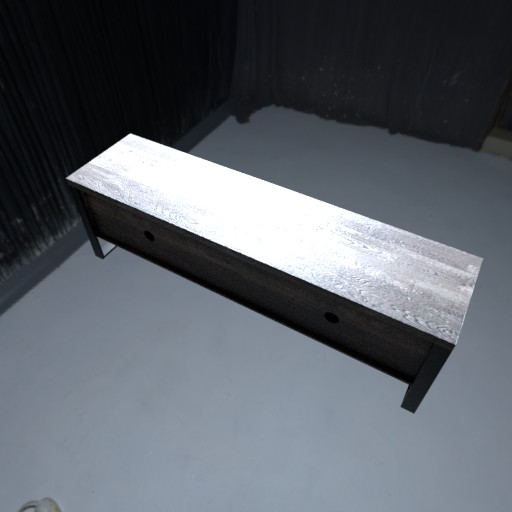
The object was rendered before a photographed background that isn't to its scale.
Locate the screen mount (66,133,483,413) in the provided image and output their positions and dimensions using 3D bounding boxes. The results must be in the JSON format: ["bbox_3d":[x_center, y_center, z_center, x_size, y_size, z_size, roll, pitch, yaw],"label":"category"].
[{"bbox_3d":[0.000,0.000,1.783,1.524,0.450,0.395,23,51,20],"label":"screen mount"}]
